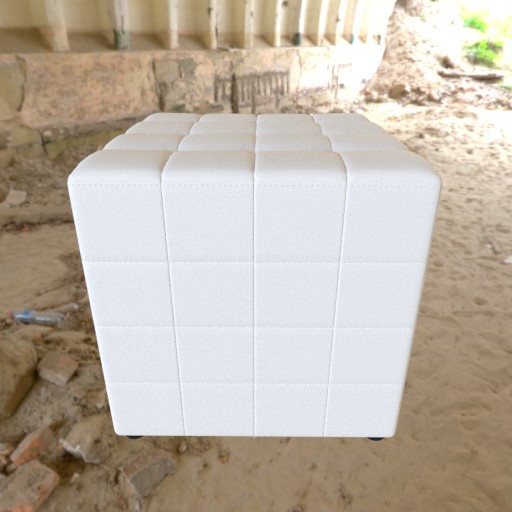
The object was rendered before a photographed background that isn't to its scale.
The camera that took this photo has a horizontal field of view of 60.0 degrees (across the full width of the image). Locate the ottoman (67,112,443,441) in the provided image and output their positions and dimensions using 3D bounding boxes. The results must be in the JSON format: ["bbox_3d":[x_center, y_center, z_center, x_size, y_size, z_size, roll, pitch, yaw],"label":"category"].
[{"bbox_3d":[0.000,0.000,0.769,0.425,0.432,0.425,0,26,0],"label":"ottoman"}]
